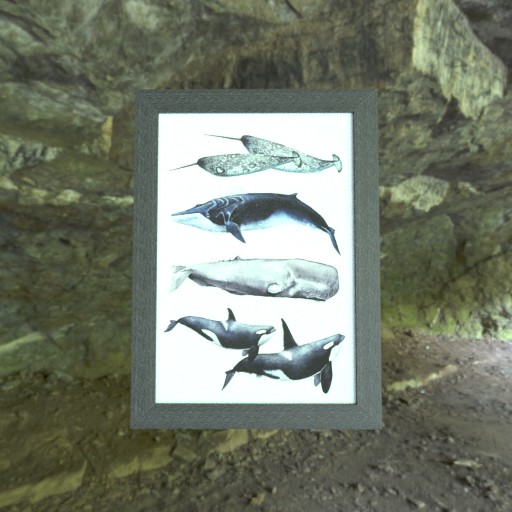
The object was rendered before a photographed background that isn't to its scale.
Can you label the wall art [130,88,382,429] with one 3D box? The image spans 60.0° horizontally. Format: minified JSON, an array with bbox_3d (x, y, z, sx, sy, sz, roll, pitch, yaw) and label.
[{"bbox_3d":[0.000,0.000,1.462,0.810,1.116,0.016,0,-3,0],"label":"wall art"}]
